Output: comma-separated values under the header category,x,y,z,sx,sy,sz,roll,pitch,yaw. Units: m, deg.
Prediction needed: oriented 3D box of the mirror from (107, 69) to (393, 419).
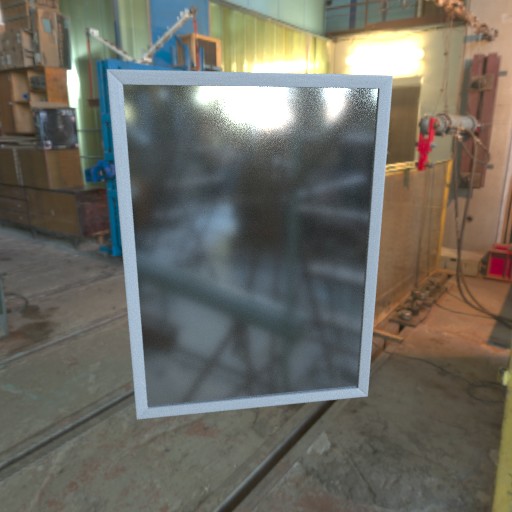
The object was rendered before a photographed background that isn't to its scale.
category,x,y,z,sx,sy,sz,roll,pitch,yaw
mirror,0.000,0.000,1.324,0.762,1.016,0.040,-3,16,-9
